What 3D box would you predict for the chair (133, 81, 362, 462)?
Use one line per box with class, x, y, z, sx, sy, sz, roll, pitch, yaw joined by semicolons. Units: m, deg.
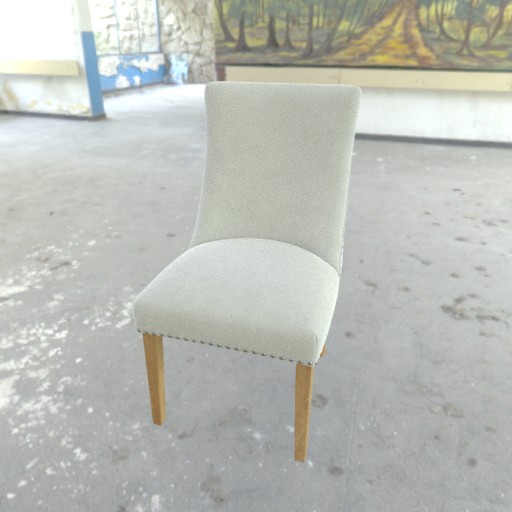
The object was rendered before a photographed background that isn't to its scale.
chair;0.000;0.000;1.291;0.495;0.902;0.610;8;27;15
